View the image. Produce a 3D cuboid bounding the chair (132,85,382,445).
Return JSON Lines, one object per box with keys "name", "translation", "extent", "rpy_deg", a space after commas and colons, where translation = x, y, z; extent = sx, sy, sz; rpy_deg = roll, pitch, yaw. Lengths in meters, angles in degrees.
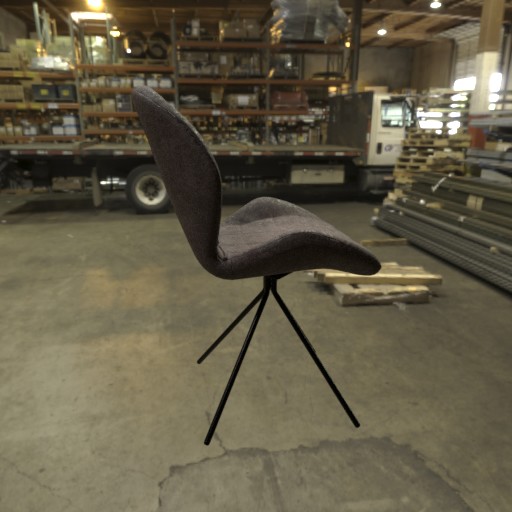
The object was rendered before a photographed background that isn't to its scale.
{"name": "chair", "translation": [0.000, 0.000, 1.310], "extent": [0.640, 0.934, 0.527], "rpy_deg": [-3, 17, -9]}
